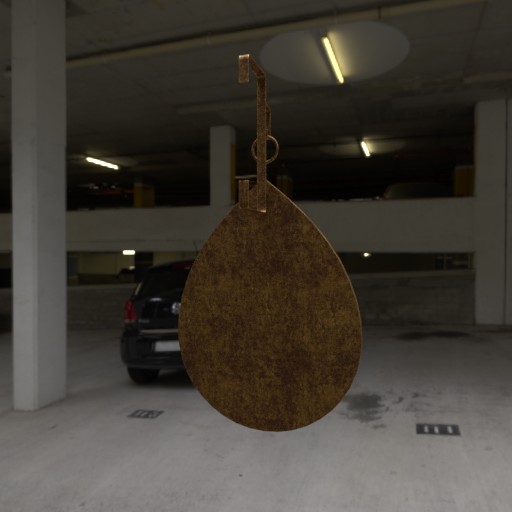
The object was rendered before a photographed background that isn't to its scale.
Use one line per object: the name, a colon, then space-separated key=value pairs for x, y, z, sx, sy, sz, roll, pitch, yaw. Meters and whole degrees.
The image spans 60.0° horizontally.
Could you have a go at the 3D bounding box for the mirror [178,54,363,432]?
mirror: x=0.000 y=0.000 z=0.885 sx=0.405 sy=0.744 sz=0.144 roll=0 pitch=1 yaw=18
